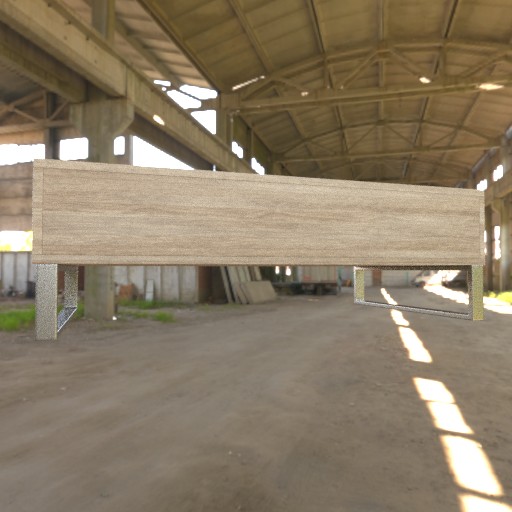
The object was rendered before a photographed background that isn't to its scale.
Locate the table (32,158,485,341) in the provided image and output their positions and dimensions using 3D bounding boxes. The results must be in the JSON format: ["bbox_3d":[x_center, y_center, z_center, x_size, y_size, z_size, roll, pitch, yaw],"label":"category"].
[{"bbox_3d":[0.000,0.000,1.304,1.100,0.350,0.600,1,-2,-18],"label":"table"}]
